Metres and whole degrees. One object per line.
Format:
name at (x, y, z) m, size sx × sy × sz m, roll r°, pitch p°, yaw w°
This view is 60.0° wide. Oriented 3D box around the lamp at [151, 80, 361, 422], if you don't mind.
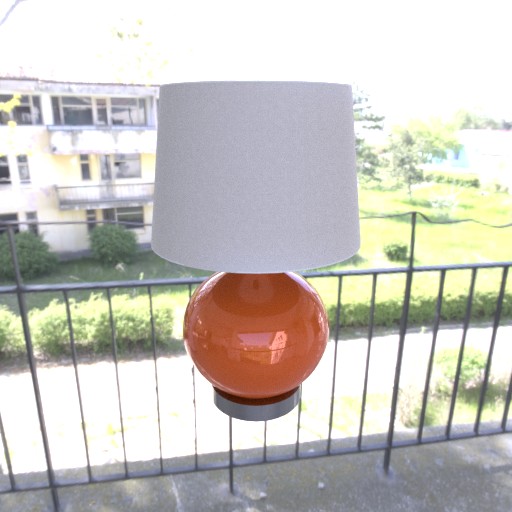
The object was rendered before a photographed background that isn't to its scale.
lamp at (0.000, 0.000, 0.540) m, size 0.247 × 0.387 × 0.247 m, roll 0°, pitch 18°, yaw 0°
